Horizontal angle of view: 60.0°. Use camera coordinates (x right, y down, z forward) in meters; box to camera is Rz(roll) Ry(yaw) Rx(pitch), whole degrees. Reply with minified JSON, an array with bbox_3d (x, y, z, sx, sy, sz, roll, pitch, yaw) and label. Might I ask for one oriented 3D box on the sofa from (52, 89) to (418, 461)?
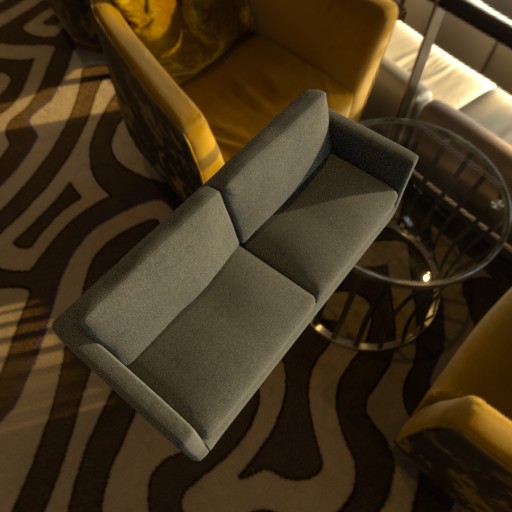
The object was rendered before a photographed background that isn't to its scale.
[{"bbox_3d":[0.000,0.000,2.741,0.948,0.965,2.208,34,65,18],"label":"sofa"}]
